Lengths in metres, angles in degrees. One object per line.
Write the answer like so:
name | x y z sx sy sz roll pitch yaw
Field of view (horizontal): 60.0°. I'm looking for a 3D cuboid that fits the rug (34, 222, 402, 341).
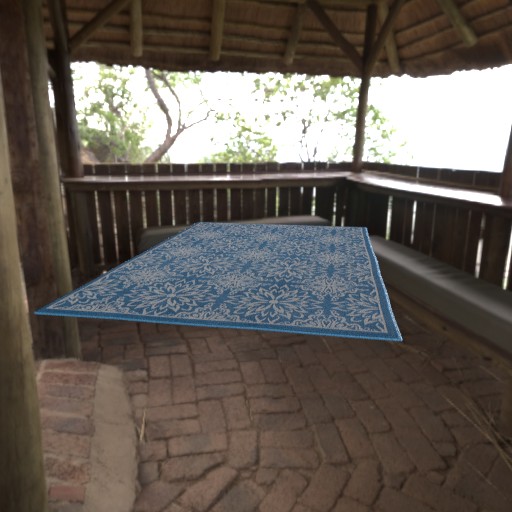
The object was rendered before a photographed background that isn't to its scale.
rug | 0.000 0.000 3.446 1.830 0.018 2.769 3 14 10
